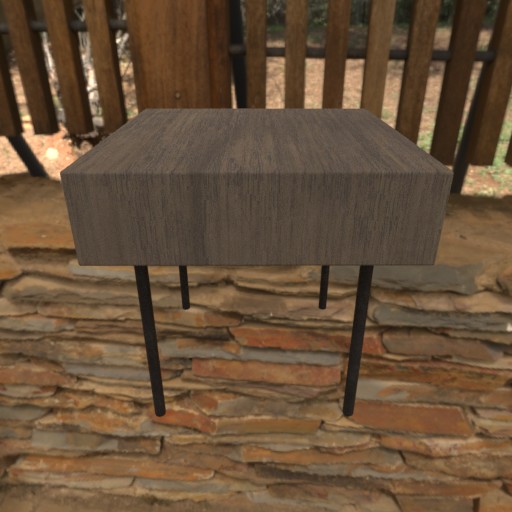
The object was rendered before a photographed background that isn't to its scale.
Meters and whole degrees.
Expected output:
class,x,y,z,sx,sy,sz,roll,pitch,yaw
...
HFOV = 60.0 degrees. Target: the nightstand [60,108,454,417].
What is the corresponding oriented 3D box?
class,x,y,z,sx,sy,sz,roll,pitch,yaw
nightstand,0.000,0.000,0.897,0.503,0.497,0.502,0,27,0
